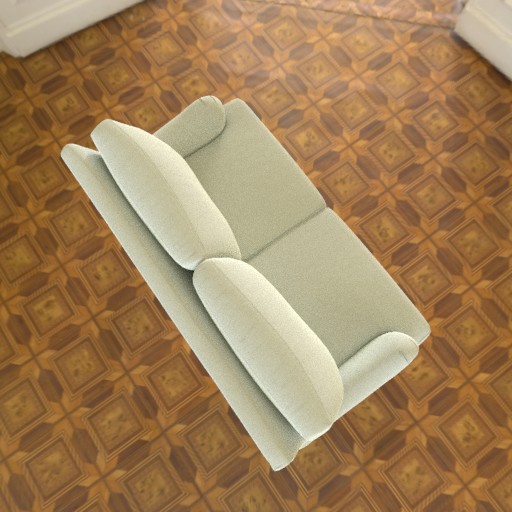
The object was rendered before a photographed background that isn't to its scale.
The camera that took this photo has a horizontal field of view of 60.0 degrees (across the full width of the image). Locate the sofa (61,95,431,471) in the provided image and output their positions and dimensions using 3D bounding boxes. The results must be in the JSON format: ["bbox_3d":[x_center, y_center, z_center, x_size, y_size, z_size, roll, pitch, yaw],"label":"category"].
[{"bbox_3d":[0.000,0.000,2.475,1.084,1.101,1.853,-35,77,-9],"label":"sofa"}]
